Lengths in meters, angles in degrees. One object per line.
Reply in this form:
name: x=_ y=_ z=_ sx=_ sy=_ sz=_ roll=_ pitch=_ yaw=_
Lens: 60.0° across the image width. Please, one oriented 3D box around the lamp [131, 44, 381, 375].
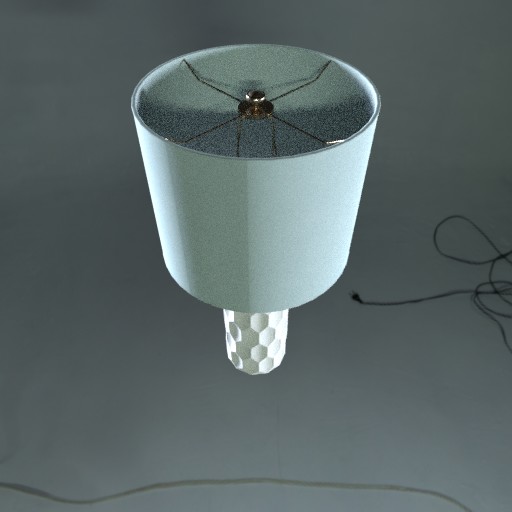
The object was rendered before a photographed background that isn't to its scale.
lamp: x=0.000 y=0.000 z=0.692 sx=0.277 sy=0.534 sz=0.277 roll=-4 pitch=46 yaw=-4
